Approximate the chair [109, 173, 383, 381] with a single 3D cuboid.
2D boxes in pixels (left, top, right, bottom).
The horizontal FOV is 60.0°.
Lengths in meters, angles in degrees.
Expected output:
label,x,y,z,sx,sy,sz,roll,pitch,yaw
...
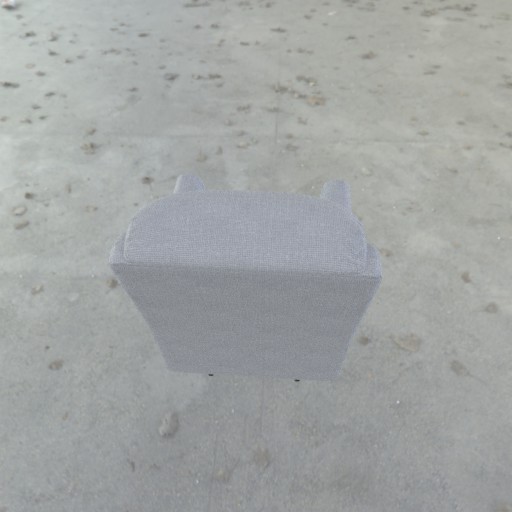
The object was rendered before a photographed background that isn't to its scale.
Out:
label,x,y,z,sx,sy,sz,roll,pitch,yaw
chair,0.000,0.000,1.844,0.838,1.054,1.014,3,45,3
